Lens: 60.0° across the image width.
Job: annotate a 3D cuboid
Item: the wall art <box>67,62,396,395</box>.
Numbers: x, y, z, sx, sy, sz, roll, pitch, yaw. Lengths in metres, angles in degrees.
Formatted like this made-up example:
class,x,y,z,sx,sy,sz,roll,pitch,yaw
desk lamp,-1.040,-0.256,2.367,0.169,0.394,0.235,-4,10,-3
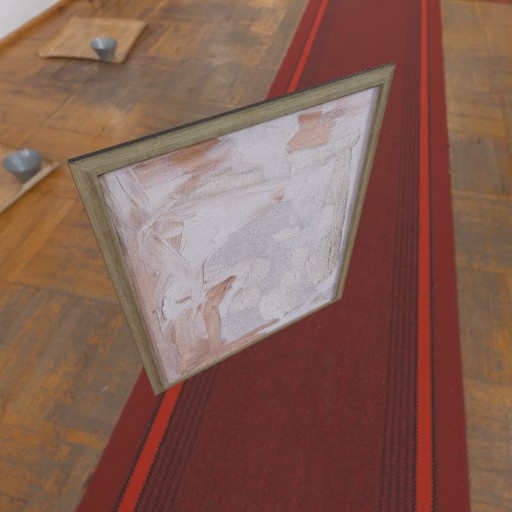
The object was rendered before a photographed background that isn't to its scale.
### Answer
class,x,y,z,sx,sy,sz,roll,pitch,yaw
wall art,0.000,0.000,0.904,0.559,0.660,0.018,-24,52,-21
